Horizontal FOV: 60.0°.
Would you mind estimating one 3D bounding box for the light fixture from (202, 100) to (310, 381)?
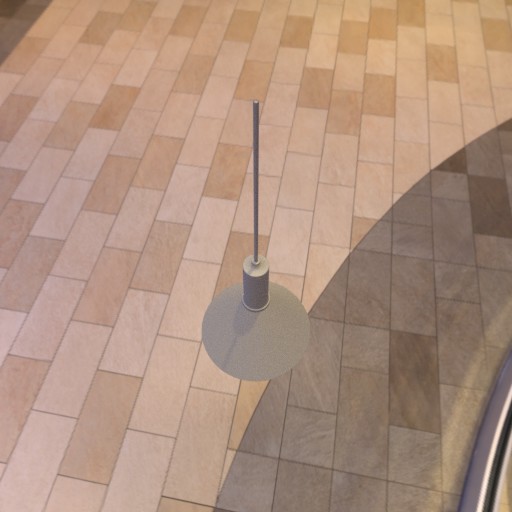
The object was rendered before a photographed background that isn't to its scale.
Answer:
[{"bbox_3d":[0.000,0.000,0.810,0.267,0.683,0.267,-31,63,-18],"label":"light fixture"}]
